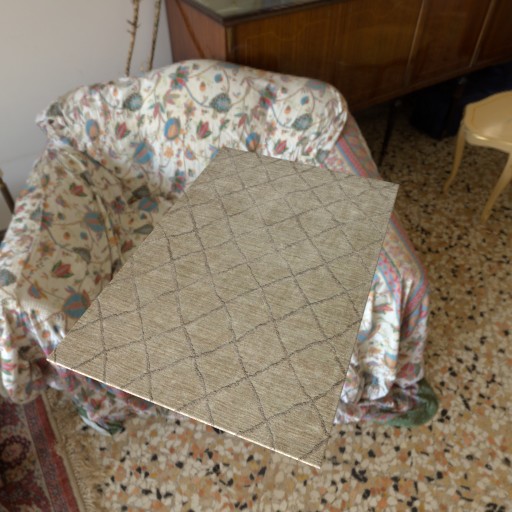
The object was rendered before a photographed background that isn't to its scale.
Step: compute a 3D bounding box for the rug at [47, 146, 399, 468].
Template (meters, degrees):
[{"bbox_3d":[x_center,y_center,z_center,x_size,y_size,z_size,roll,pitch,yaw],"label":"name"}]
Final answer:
[{"bbox_3d":[0.000,0.000,2.929,1.521,0.015,2.280,16,48,15],"label":"rug"}]
